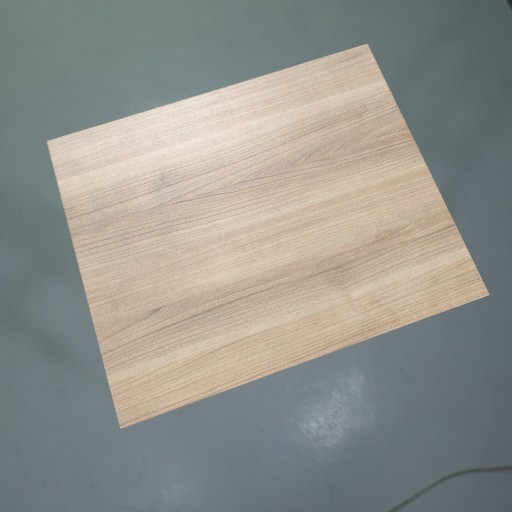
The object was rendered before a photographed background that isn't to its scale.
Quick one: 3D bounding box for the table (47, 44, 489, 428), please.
[{"bbox_3d":[0.000,0.000,0.767,0.445,0.460,0.380,-19,76,-5],"label":"table"}]
